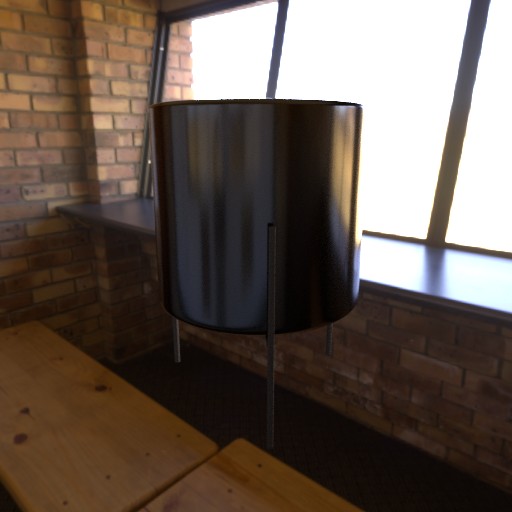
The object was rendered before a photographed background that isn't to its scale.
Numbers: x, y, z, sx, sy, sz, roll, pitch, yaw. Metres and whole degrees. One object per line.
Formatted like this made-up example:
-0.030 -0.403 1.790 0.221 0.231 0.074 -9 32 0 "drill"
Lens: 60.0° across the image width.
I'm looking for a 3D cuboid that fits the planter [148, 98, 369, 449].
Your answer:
0.000 0.000 0.672 0.310 0.432 0.310 3 16 10 "planter"
